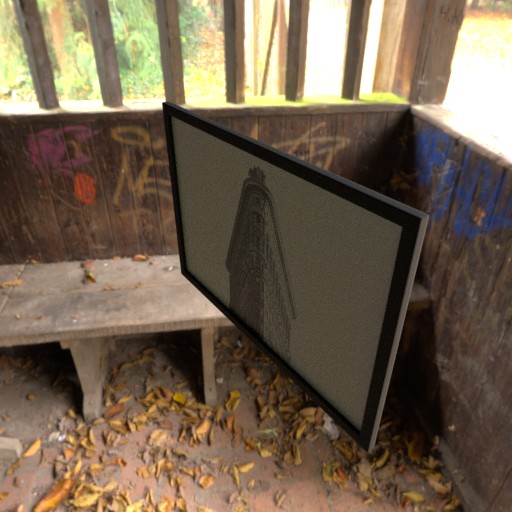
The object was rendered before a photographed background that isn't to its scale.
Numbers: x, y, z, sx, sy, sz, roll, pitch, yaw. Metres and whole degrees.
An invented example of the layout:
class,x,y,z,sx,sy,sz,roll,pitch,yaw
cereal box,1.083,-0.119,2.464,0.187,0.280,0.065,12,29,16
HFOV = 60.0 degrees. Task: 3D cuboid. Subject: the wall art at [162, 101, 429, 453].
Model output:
class,x,y,z,sx,sy,sz,roll,pitch,yaw
wall art,0.000,0.000,1.249,0.026,0.656,0.958,-22,39,-30
